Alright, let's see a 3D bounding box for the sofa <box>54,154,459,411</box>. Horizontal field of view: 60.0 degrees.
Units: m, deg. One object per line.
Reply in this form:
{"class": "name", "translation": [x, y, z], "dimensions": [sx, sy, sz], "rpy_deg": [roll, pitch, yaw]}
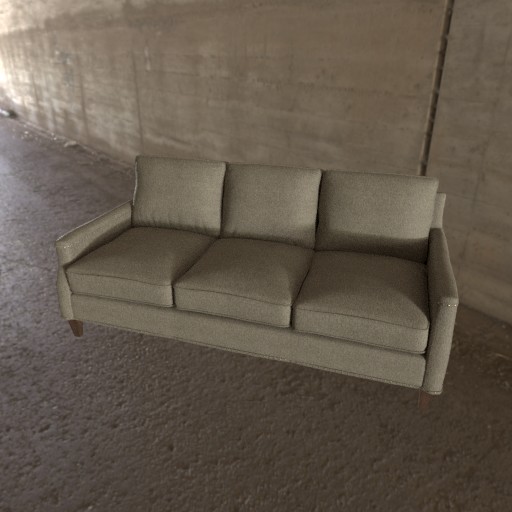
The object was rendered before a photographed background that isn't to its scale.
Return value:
{"class": "sofa", "translation": [0.000, 0.000, 2.768], "dimensions": [2.246, 1.003, 1.084], "rpy_deg": [8, 26, 16]}
